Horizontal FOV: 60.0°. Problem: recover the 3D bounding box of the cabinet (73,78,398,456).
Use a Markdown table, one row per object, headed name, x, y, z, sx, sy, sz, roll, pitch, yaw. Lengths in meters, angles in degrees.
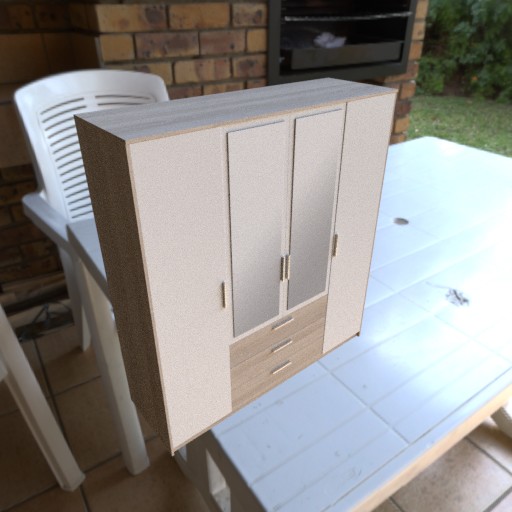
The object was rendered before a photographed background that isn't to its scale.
| name | x | y | z | sx | sy | sz | roll | pitch | yaw |
| --- | --- | --- | --- | --- | --- | --- | --- | --- | --- |
| cabinet | 0.000 | 0.000 | 3.055 | 1.870 | 2.060 | 0.620 | -22 | 37 | -33 |
